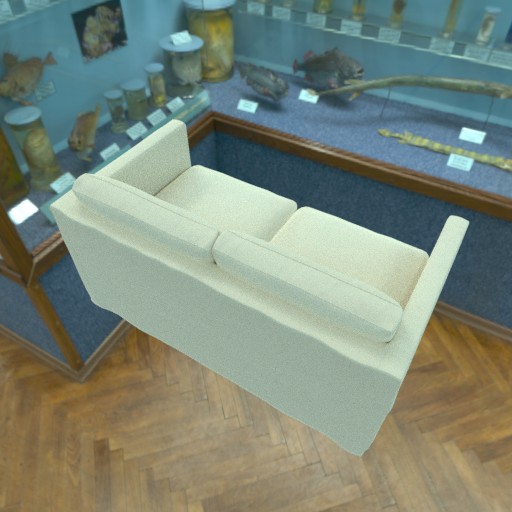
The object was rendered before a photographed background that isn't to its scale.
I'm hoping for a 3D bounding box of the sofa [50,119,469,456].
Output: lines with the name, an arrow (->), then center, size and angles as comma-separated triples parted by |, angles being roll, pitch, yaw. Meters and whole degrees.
sofa -> 0.000, 0.000, 2.250 | 1.746, 0.834, 0.962 | 24, 51, 21
